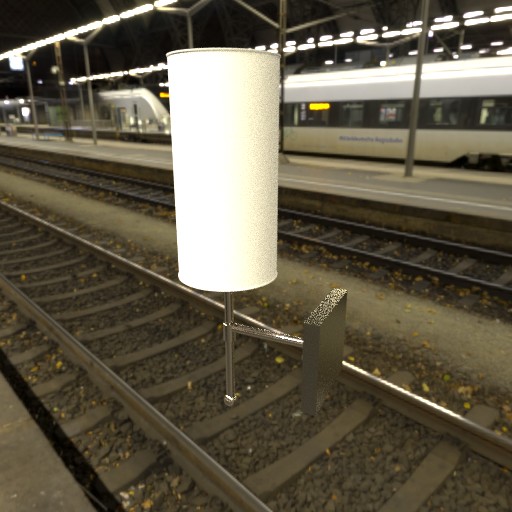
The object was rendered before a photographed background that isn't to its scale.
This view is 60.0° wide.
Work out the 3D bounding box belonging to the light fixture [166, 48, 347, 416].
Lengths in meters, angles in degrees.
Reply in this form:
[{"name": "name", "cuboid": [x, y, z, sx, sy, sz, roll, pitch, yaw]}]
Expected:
[{"name": "light fixture", "cuboid": [0.000, 0.000, 0.553, 0.208, 0.462, 0.128, 8, 19, 24]}]
